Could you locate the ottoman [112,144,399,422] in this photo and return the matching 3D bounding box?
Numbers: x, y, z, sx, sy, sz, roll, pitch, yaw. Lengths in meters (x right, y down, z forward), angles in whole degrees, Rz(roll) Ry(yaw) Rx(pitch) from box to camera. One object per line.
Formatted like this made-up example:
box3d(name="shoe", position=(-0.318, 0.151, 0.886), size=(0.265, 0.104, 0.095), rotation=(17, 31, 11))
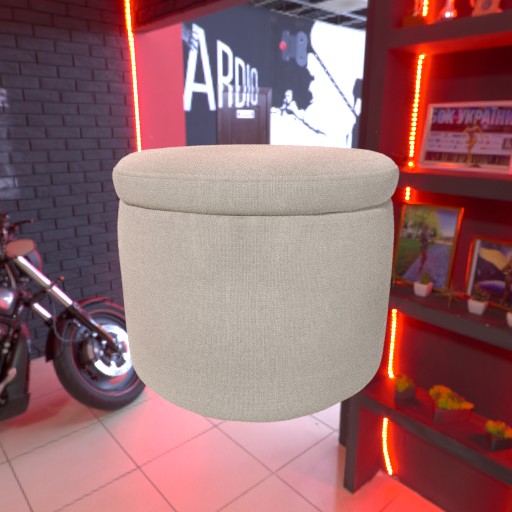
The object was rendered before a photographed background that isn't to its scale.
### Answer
box3d(name="ottoman", position=(0.000, 0.000, 0.847), size=(0.497, 0.409, 0.497), rotation=(0, 16, 0))
